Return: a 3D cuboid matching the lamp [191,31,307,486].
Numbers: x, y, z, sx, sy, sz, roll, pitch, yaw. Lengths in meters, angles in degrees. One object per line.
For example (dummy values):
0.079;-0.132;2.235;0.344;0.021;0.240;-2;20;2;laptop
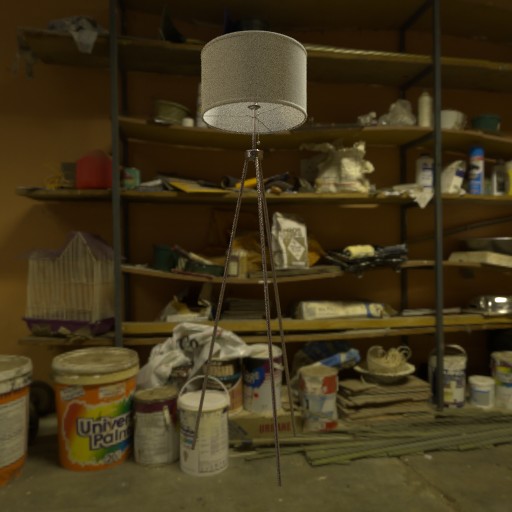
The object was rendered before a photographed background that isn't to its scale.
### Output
0.000;0.000;1.746;0.448;1.545;0.458;0;0;36;lamp
